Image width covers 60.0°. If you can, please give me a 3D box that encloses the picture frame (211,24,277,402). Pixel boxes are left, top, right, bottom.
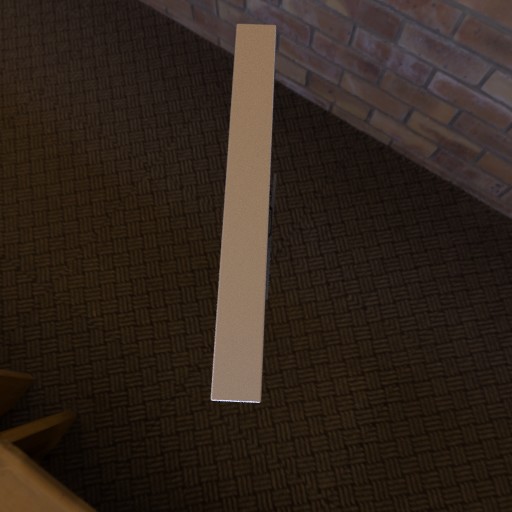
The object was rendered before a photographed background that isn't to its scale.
[{"bbox_3d":[0.000,0.000,0.391,0.036,0.282,0.233,2,74,1],"label":"picture frame"}]
